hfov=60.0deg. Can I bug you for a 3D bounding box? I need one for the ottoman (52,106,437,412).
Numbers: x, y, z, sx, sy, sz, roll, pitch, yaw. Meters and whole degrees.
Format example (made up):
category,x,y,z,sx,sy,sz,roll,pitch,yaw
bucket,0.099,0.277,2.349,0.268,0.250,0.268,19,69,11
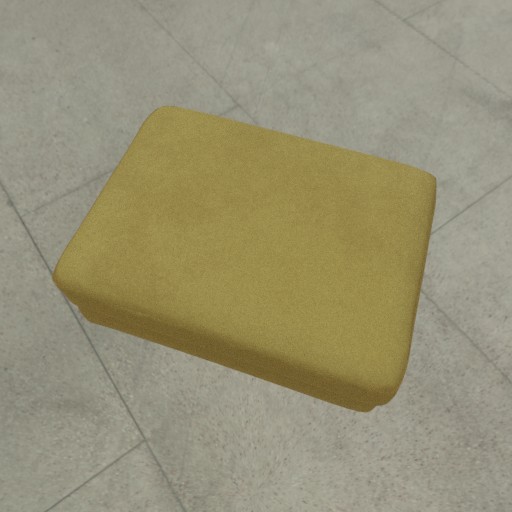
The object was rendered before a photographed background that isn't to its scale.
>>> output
category,x,y,z,sx,sy,sz,roll,pitch,yaw
ottoman,0.000,0.000,1.192,0.811,0.449,0.608,17,63,9
